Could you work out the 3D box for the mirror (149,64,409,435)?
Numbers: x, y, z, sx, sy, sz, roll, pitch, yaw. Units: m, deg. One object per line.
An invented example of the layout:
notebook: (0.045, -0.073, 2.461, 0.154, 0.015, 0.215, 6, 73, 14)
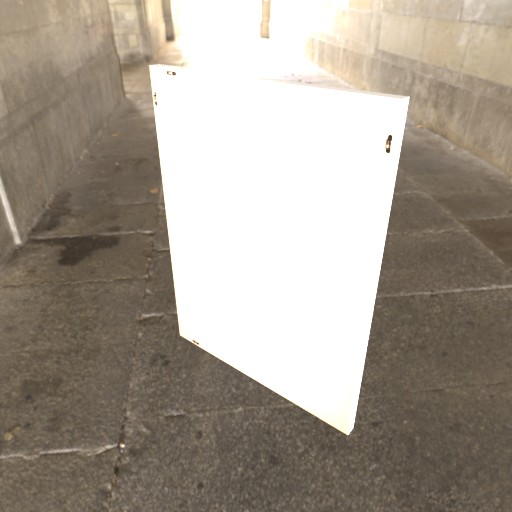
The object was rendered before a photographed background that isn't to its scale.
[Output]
mirror: (0.000, 0.000, 1.348, 0.762, 1.016, 0.040, 22, 37, 32)
